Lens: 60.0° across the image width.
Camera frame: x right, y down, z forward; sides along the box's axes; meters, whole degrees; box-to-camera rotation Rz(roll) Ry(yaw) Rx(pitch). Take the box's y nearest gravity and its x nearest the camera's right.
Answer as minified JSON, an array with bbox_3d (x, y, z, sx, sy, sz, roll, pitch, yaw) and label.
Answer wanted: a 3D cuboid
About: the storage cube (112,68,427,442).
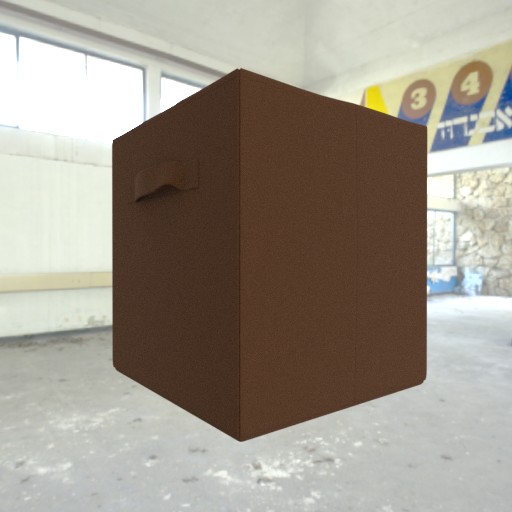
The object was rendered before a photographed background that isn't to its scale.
[{"bbox_3d":[0.000,0.000,0.503,0.270,0.280,0.270,0,1,-38],"label":"storage cube"}]
